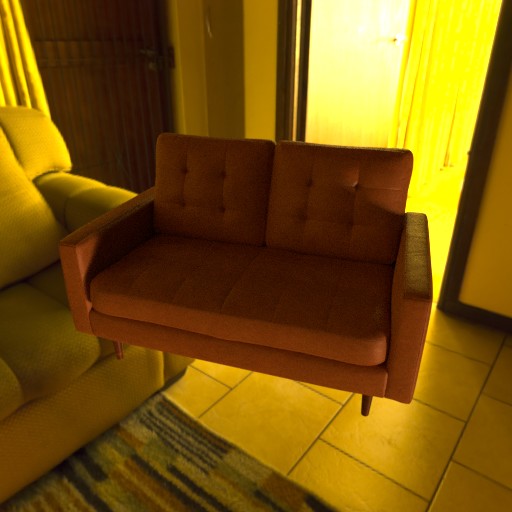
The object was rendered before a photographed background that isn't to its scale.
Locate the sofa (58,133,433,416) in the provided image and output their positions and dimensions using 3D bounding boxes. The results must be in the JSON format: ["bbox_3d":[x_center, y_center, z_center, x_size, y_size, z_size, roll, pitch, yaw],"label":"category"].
[{"bbox_3d":[0.000,0.000,1.954,1.430,0.898,0.868,8,27,16],"label":"sofa"}]
